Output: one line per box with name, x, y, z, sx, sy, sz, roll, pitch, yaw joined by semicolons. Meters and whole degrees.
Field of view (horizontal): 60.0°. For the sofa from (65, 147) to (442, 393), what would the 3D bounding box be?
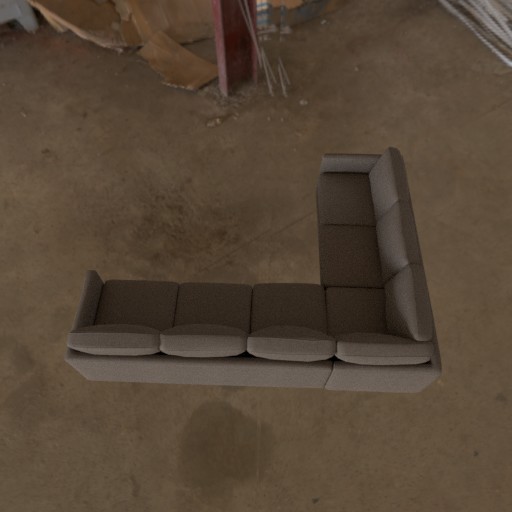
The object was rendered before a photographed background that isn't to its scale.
sofa;0.000;0.000;4.660;3.302;0.947;2.593;2;59;1
